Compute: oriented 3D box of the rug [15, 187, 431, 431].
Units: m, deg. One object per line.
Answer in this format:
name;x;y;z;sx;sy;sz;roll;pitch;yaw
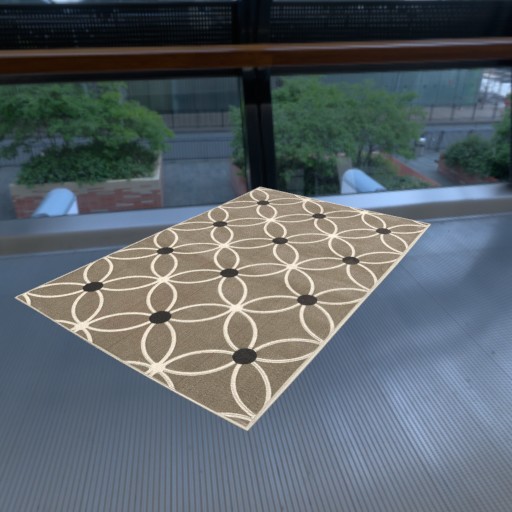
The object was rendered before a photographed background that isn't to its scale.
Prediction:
rug;0.000;0.000;2.764;1.522;0.008;2.284;18;32;31
